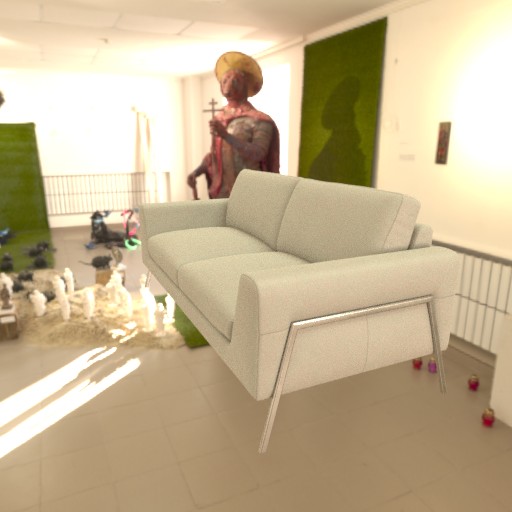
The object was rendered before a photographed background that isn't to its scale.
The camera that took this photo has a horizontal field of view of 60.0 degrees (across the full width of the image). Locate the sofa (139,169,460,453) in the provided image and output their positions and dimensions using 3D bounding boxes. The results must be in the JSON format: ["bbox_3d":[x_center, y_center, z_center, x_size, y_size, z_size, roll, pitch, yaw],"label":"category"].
[{"bbox_3d":[0.000,0.000,2.548,0.953,0.875,2.017,-7,17,-24],"label":"sofa"}]
